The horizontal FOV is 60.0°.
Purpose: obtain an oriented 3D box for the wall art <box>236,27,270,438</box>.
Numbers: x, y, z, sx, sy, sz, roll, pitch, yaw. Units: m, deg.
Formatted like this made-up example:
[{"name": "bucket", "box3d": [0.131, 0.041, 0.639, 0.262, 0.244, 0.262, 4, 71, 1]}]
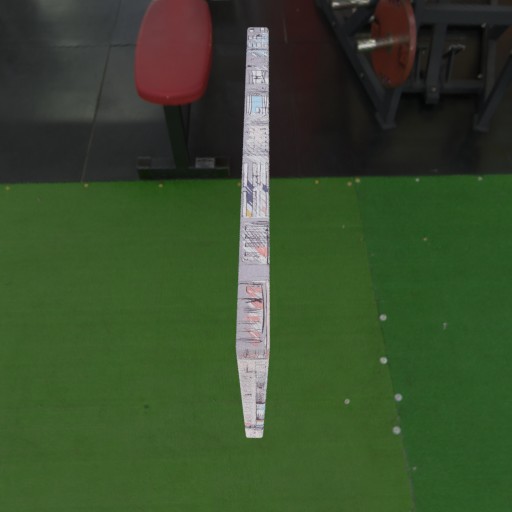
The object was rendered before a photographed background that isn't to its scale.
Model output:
[{"name": "wall art", "box3d": [0.000, 0.000, 1.140, 0.048, 0.762, 0.761, 1, 59, 0]}]
